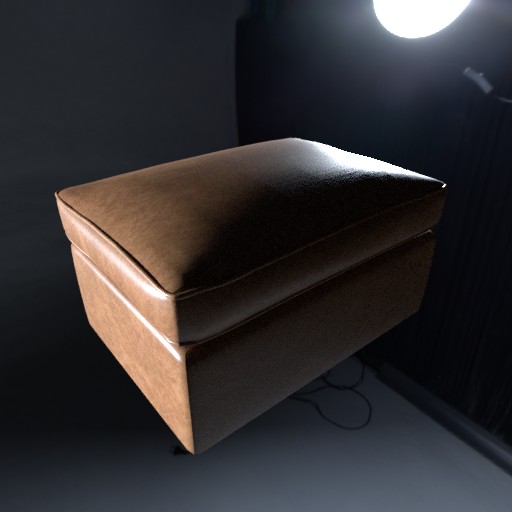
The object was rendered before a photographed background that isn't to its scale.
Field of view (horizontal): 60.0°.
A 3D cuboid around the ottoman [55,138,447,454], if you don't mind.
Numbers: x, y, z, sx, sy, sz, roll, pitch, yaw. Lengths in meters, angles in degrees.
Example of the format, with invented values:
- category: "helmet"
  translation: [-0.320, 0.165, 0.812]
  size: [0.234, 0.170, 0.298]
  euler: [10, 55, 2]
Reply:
- category: "ottoman"
  translation: [0.000, 0.000, 1.102]
  size: [0.756, 0.468, 0.554]
  euler: [-22, 36, -33]
